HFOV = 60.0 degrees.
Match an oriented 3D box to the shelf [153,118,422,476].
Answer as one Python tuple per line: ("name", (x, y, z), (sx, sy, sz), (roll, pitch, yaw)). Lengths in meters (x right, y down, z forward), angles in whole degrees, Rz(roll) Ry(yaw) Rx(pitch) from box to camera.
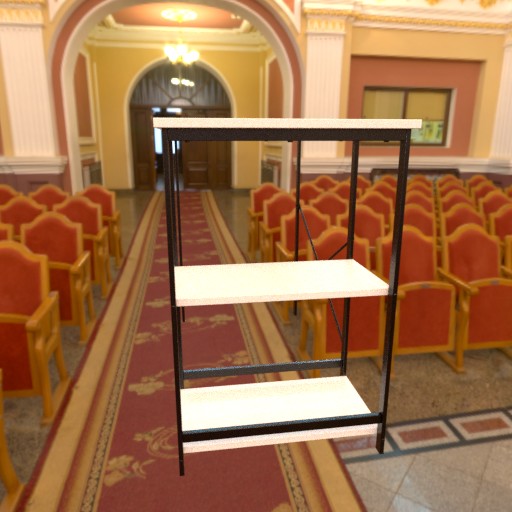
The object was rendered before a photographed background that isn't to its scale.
("shelf", (0.000, 0.000, 1.329), (0.498, 0.750, 0.902), (-2, 15, -8))
